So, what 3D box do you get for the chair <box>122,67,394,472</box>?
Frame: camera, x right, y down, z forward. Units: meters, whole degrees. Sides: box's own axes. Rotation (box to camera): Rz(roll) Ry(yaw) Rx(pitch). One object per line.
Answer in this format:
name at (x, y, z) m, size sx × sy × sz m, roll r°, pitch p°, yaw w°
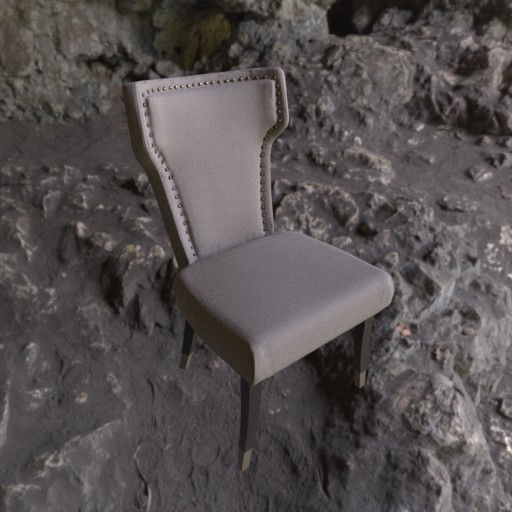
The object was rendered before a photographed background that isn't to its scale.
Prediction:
chair at (0.000, 0.000, 1.297) m, size 0.526 × 0.955 × 0.630 m, roll -22°, pitch 37°, yaw -32°
